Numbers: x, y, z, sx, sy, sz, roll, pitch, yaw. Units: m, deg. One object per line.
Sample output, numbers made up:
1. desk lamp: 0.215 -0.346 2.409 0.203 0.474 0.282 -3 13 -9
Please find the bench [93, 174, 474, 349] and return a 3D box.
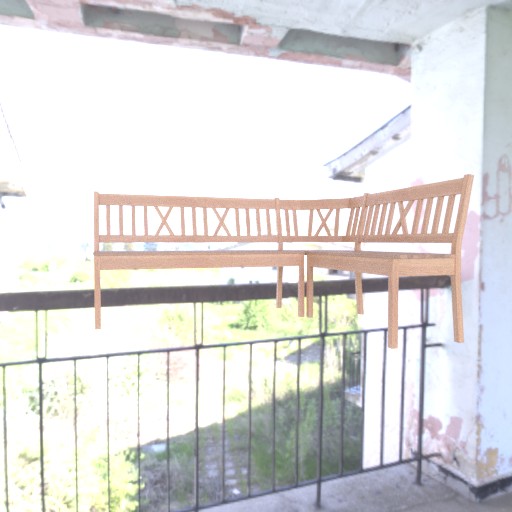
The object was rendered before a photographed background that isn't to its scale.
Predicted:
1. bench: 0.000 0.000 2.795 1.937 0.902 1.537 -1 2 -19
